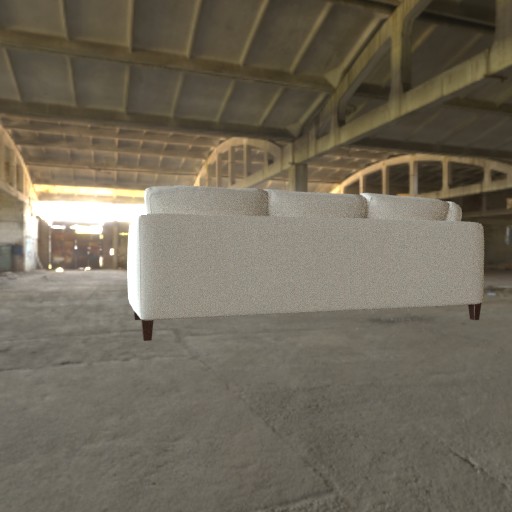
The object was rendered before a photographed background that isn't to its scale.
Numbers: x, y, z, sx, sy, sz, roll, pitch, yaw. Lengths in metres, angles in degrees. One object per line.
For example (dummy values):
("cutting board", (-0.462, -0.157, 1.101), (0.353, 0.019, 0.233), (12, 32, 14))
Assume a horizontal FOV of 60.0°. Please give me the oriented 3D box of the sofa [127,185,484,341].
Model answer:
("sofa", (0.000, 0.000, 4.487), (2.593, 0.947, 3.302), (0, 1, -19))
